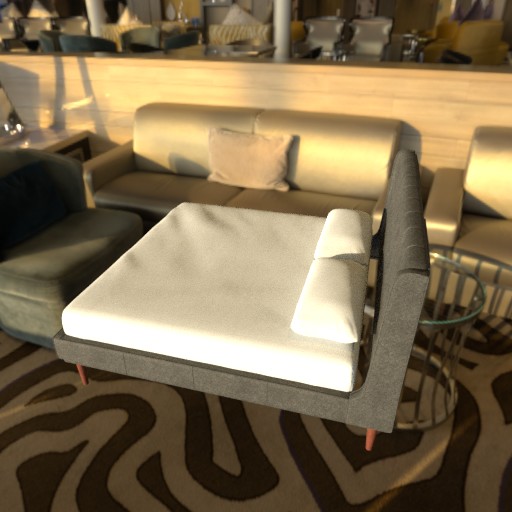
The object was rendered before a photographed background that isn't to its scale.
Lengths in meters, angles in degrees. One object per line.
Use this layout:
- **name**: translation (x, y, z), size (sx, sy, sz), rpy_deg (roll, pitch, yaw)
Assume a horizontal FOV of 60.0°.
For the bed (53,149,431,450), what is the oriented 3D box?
- **bed**: translation (0.000, 0.000, 2.508), size (1.638, 0.933, 1.531), rpy_deg (8, 30, 14)
